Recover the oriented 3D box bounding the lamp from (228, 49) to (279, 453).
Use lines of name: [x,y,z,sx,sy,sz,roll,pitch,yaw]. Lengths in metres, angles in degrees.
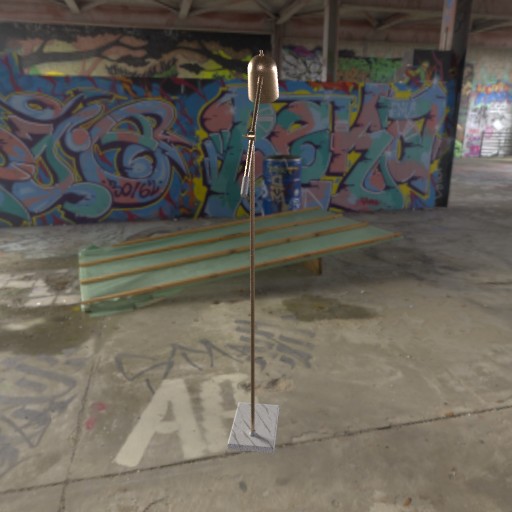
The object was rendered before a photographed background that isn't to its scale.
lamp: [0.000,0.000,1.807,0.194,1.594,0.653,2,16,7]
